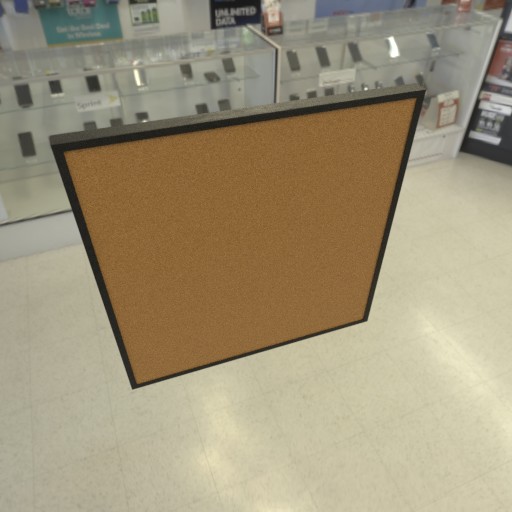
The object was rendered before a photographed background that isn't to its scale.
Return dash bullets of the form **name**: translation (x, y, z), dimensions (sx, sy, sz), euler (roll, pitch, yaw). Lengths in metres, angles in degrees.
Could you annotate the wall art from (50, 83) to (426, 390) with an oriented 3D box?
- **wall art**: translation (0.000, 0.000, 1.121), dimensions (0.763, 0.763, 0.039), euler (-13, 43, -14)
